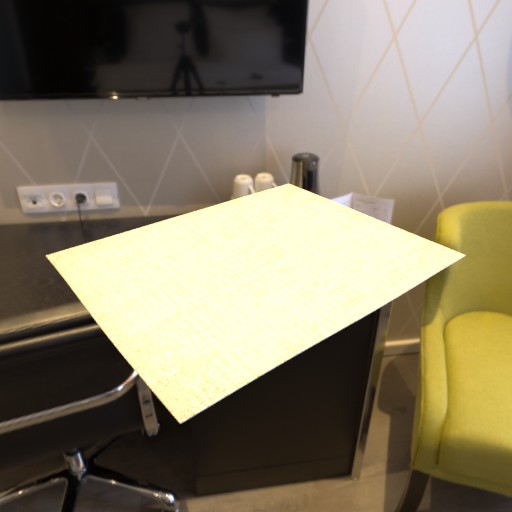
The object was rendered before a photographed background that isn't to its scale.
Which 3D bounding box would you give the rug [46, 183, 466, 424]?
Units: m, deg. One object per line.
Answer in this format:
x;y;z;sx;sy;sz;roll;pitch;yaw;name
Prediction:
0.000;0.000;4.110;3.061;0.014;2.447;-22;36;-33;rug
